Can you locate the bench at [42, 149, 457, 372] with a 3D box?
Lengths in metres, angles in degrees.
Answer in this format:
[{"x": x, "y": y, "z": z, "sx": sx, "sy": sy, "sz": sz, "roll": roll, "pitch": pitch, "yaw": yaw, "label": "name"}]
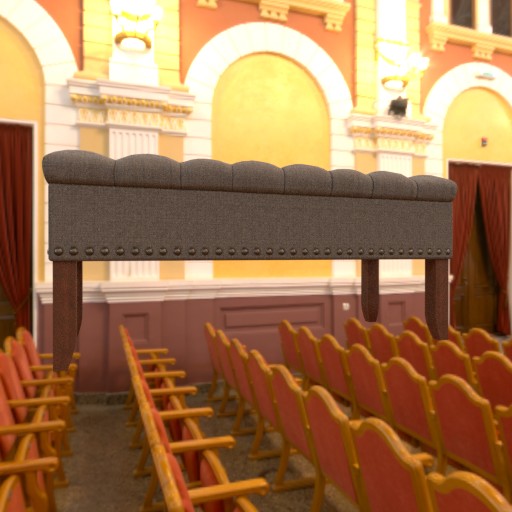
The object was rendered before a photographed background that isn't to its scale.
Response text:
[{"x": 0.000, "y": 0.000, "z": 1.250, "sx": 1.052, "sy": 0.470, "sz": 0.417, "roll": 0, "pitch": 0, "yaw": -19, "label": "bench"}]
